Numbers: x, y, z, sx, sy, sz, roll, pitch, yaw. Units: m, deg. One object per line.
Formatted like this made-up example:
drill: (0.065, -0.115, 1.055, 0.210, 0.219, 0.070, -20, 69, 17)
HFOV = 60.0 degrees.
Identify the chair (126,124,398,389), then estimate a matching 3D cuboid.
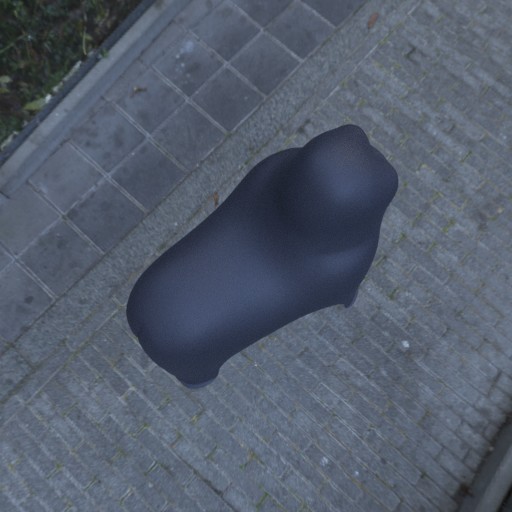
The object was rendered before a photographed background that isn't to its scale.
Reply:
chair: (0.000, 0.000, 1.144, 0.758, 0.600, 0.490, -33, 78, -8)
